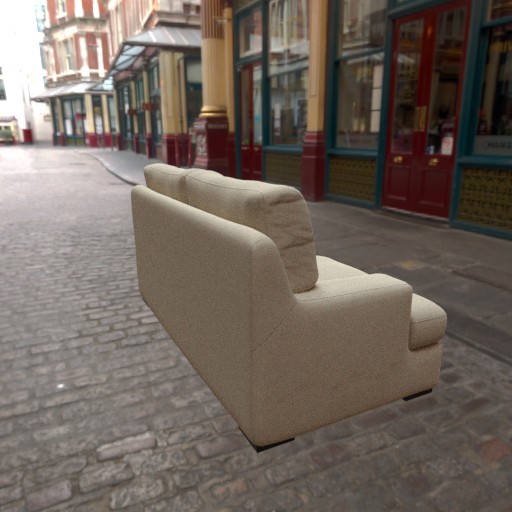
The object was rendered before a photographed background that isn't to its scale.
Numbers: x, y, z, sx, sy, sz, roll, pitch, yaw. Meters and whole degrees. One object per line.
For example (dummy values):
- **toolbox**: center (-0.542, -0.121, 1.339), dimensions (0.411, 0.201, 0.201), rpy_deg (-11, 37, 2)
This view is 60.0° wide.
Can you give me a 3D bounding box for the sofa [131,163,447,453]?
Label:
- **sofa**: center (0.000, 0.000, 2.470), dimensions (0.962, 0.967, 1.885), rpy_deg (-7, 17, -26)
